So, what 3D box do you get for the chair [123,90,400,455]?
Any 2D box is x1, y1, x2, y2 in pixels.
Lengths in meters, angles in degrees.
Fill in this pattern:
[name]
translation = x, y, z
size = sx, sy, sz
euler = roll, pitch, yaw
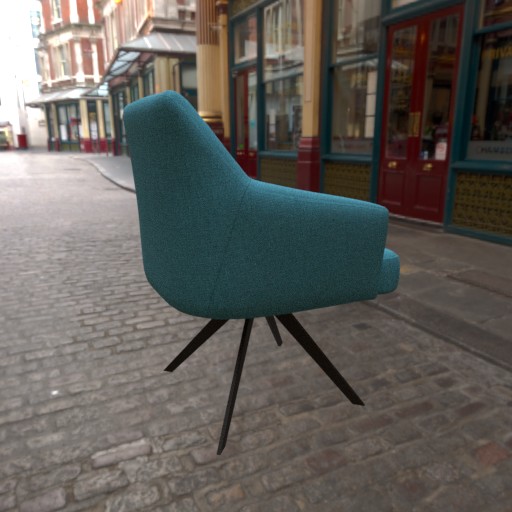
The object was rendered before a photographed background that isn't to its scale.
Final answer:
[chair]
translation = 0.000, 0.000, 1.331
size = 0.677, 0.874, 0.642
euler = -7, 16, -27
